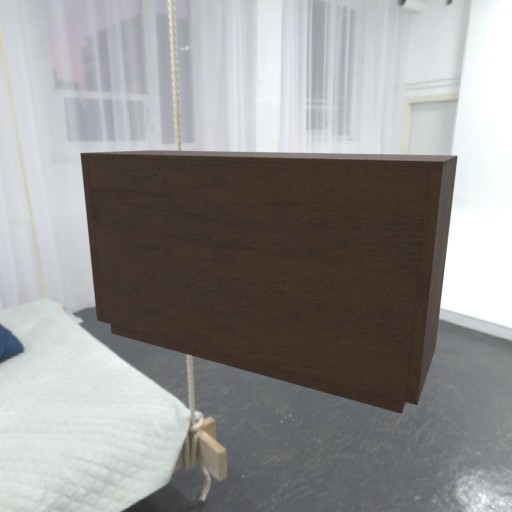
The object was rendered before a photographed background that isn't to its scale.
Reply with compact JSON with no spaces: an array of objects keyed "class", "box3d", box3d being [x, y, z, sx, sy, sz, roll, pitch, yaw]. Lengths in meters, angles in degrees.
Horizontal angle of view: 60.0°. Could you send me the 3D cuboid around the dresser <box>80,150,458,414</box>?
[{"class":"dresser","box3d":[0.000,0.000,1.980,1.523,0.889,0.512,8,17,27]}]
